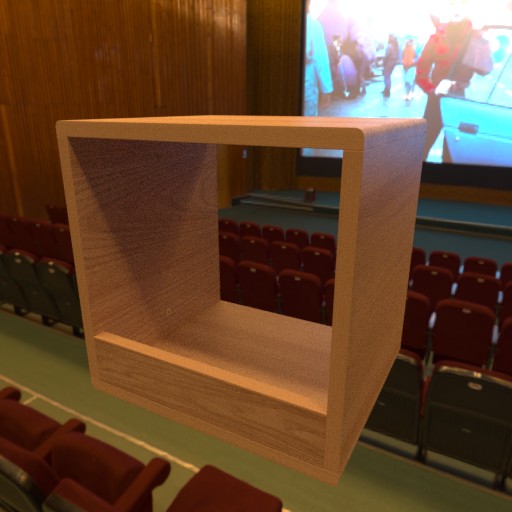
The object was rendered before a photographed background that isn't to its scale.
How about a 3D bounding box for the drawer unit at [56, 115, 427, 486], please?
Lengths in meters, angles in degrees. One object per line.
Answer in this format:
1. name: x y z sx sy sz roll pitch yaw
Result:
1. drawer unit: 0.000 0.000 0.583 0.344 0.344 0.290 10 21 27
